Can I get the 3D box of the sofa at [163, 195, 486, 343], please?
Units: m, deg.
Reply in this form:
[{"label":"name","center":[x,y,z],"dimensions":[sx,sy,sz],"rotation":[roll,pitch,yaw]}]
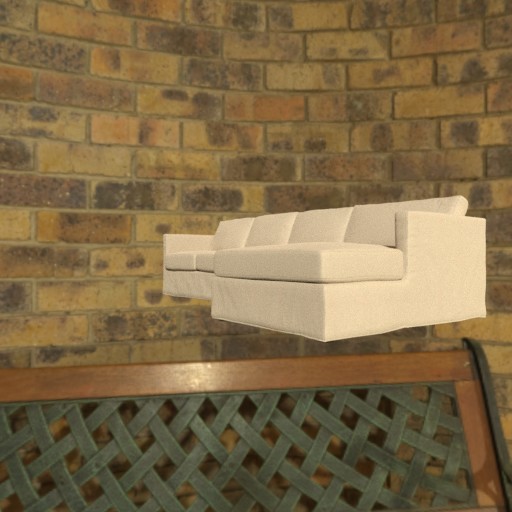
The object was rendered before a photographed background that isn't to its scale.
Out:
[{"label":"sofa","center":[0.000,0.000,3.818],"dimensions":[1.622,0.871,3.206],"rotation":[0,0,-37]}]
